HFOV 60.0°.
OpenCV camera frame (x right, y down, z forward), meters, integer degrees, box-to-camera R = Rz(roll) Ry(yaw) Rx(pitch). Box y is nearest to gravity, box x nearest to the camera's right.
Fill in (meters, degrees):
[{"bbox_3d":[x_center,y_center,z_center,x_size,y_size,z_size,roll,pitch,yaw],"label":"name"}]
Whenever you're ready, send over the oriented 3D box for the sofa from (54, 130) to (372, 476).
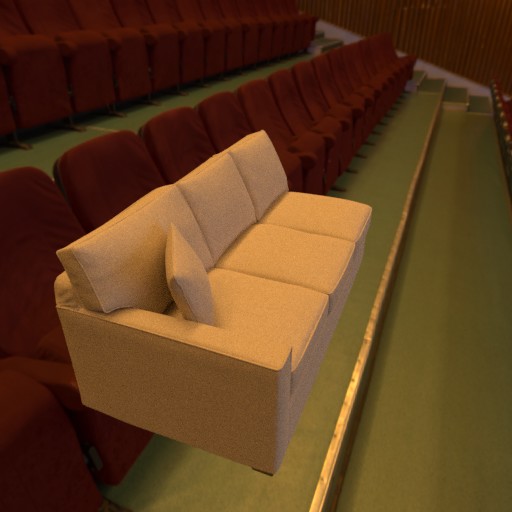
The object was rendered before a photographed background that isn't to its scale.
[{"bbox_3d":[0.000,0.000,2.536,1.034,0.946,1.962,11,32,19],"label":"sofa"}]
